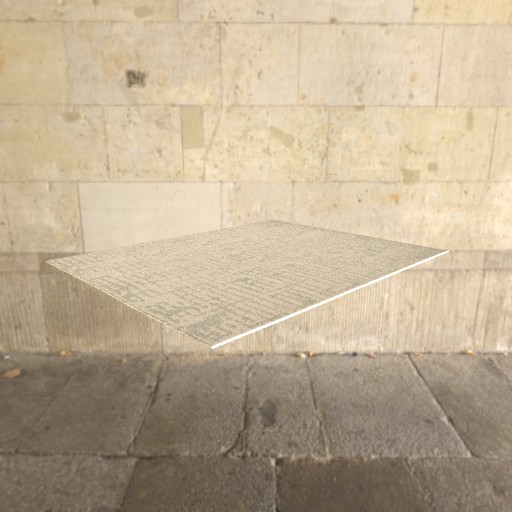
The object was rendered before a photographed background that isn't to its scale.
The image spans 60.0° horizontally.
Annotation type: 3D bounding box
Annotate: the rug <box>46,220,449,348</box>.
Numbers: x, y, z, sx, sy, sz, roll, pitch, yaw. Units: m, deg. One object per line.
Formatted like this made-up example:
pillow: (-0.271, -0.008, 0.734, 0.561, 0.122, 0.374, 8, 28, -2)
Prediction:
rug: (0.000, 0.000, 4.276, 3.061, 0.014, 2.447, -14, 20, -42)
